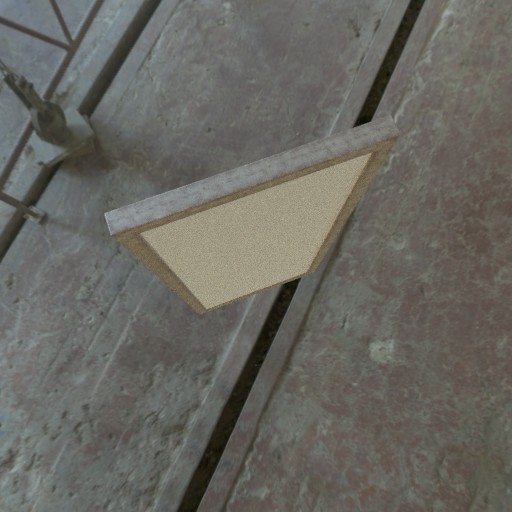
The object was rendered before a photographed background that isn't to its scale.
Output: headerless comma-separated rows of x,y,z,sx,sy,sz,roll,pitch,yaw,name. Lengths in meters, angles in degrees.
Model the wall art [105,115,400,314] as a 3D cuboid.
0.000,0.000,1.642,0.648,1.461,0.051,-20,77,-5,wall art
